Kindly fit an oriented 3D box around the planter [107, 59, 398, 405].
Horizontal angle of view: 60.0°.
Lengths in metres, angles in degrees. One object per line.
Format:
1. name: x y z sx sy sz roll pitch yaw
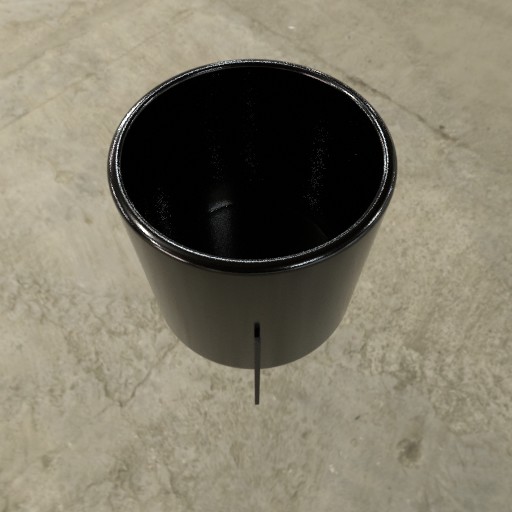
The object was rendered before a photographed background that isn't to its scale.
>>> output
1. planter: 0.000 0.000 0.642 0.310 0.432 0.310 -14 60 -9
